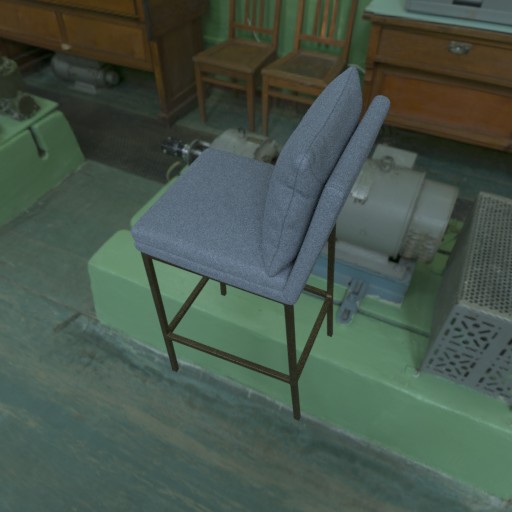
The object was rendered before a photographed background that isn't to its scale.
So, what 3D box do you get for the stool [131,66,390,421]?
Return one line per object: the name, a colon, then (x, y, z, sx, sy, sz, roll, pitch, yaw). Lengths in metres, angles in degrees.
stool: (0.000, 0.000, 1.431, 0.569, 1.130, 0.463, 18, 49, 16)
